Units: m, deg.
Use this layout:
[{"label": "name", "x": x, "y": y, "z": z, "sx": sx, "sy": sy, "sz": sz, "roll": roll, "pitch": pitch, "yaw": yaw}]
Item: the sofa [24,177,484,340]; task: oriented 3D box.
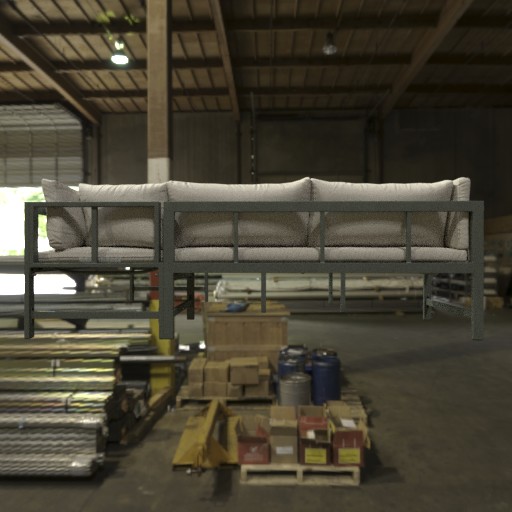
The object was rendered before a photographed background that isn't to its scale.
[{"label": "sofa", "x": 0.000, "y": 0.000, "z": 2.840, "sx": 2.096, "sy": 0.758, "sz": 1.658, "roll": 0, "pitch": 0, "yaw": 1}]
